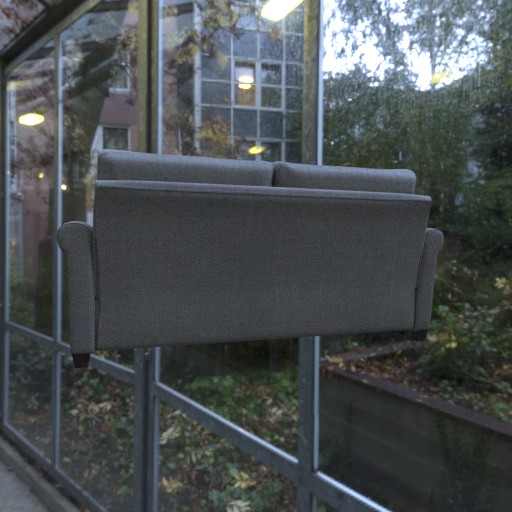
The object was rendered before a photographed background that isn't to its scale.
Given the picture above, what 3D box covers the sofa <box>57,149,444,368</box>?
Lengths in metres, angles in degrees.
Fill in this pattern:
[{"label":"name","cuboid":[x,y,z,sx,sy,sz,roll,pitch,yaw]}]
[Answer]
[{"label":"sofa","cuboid":[0.000,0.000,2.414,1.935,0.942,0.842,0,1,-19]}]
